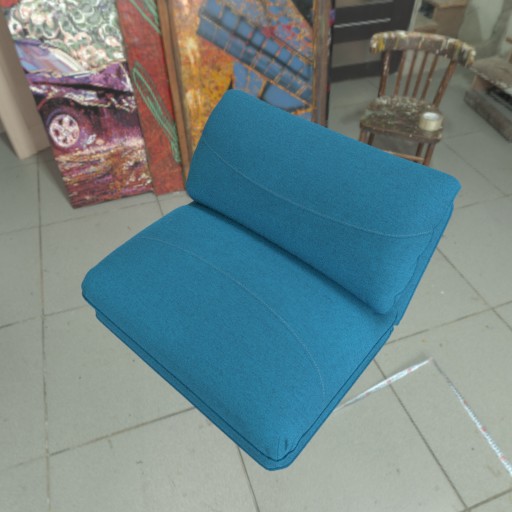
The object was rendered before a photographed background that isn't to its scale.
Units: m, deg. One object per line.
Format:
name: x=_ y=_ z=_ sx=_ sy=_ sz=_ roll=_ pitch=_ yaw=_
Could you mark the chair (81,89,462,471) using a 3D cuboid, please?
chair: x=0.000 y=0.000 z=1.301 sx=0.820 sy=0.580 sz=0.780 roll=32 pitch=54 yaw=27
